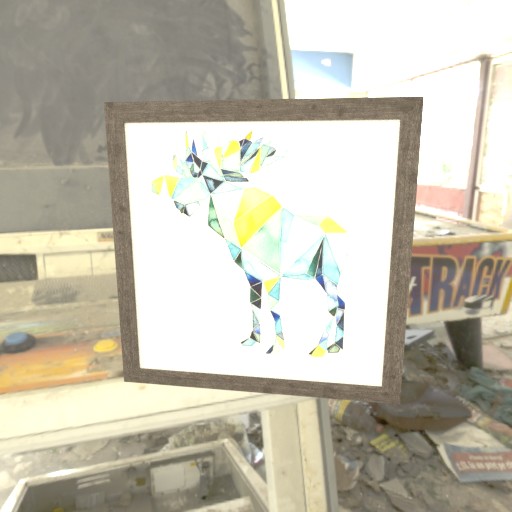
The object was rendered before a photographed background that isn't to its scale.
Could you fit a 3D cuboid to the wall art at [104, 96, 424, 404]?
[{"bbox_3d":[0.000,0.000,0.683,0.457,0.457,0.013,2,13,9],"label":"wall art"}]
